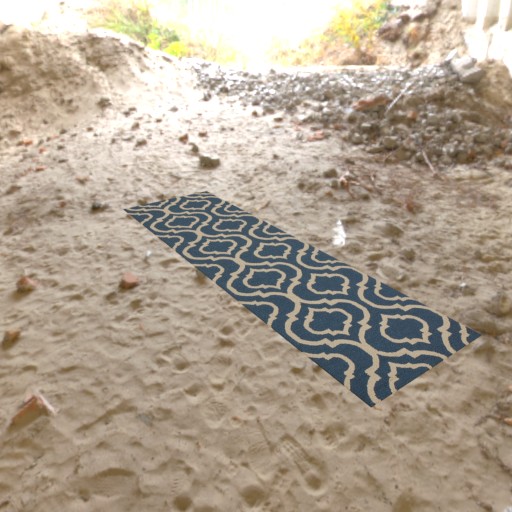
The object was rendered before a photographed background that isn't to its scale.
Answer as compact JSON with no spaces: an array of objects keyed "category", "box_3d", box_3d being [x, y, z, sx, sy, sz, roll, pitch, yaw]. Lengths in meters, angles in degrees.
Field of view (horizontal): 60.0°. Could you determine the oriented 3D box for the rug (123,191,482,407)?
[{"category":"rug","box_3d":[0.000,0.000,2.515,0.685,0.006,2.296,-18,32,-31]}]
